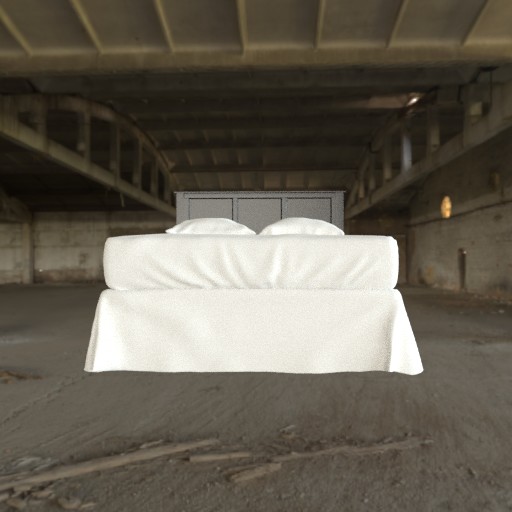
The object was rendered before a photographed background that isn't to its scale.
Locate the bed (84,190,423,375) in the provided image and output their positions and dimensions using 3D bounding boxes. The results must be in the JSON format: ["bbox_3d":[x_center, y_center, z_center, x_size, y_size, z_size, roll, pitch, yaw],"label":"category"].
[{"bbox_3d":[0.000,0.000,3.276,1.870,1.270,2.050,0,-1,2],"label":"bed"}]
